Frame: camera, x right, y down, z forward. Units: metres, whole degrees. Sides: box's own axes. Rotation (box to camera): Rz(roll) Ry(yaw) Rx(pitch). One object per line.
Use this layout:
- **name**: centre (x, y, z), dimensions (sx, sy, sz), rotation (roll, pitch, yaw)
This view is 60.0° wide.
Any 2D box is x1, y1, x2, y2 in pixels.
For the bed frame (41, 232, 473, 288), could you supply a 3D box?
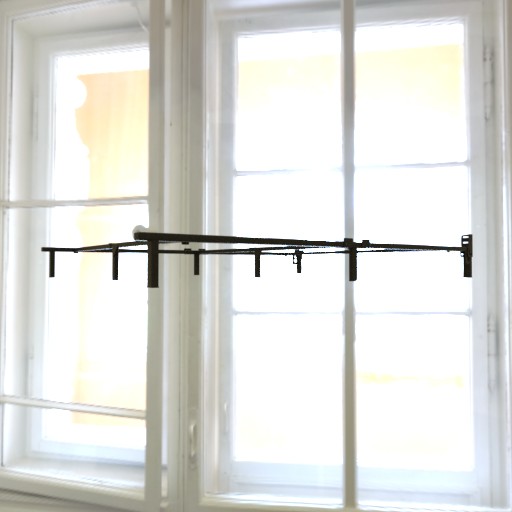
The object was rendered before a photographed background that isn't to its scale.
- **bed frame**: centre (0.000, 0.000, 2.552), dimensions (1.990, 0.248, 1.498), rotation (1, -1, -36)
